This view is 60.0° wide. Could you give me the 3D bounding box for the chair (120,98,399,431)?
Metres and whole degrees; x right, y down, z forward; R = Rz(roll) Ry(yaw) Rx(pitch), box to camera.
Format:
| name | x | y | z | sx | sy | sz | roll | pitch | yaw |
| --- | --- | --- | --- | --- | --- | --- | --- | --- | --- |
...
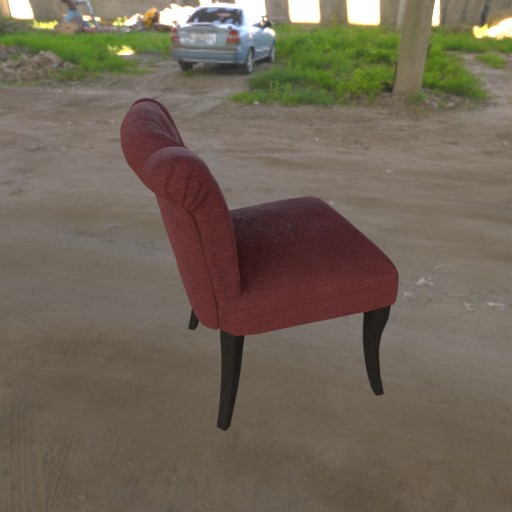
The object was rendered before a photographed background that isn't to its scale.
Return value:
| name | x | y | z | sx | sy | sz | roll | pitch | yaw |
| --- | --- | --- | --- | --- | --- | --- | --- | --- | --- |
| chair | 0.000 | 0.000 | 1.187 | 0.605 | 0.750 | 0.582 | -9 | 31 | -16 |
